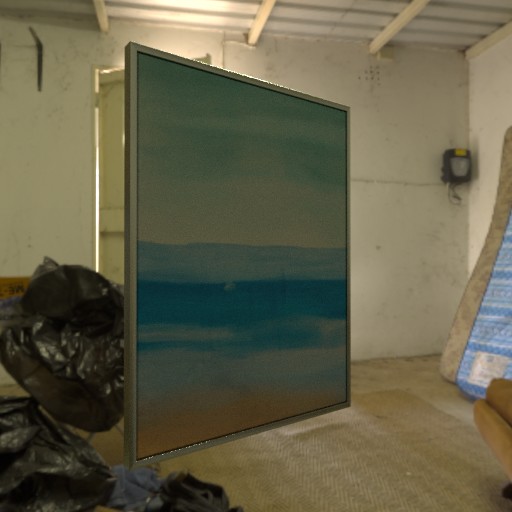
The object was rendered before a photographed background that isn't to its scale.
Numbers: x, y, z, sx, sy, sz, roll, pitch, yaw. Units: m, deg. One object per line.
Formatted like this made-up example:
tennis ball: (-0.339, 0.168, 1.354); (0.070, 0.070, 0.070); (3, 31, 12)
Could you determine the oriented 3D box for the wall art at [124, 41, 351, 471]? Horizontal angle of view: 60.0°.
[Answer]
wall art: (0.000, 0.000, 1.349); (0.803, 1.062, 0.041); (0, 0, -36)
